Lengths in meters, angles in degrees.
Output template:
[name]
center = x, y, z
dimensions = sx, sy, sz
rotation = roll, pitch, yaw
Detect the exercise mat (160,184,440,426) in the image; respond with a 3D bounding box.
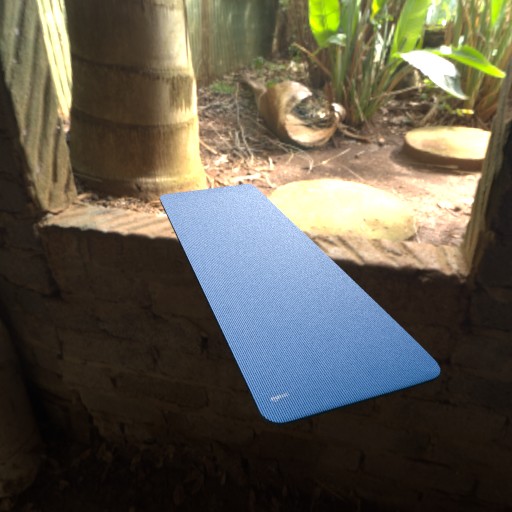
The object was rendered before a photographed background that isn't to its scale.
[exercise mat]
center = 0.000, 0.000, 2.081
dimensions = 0.616, 0.021, 1.869
rotation = -10, 31, -17
